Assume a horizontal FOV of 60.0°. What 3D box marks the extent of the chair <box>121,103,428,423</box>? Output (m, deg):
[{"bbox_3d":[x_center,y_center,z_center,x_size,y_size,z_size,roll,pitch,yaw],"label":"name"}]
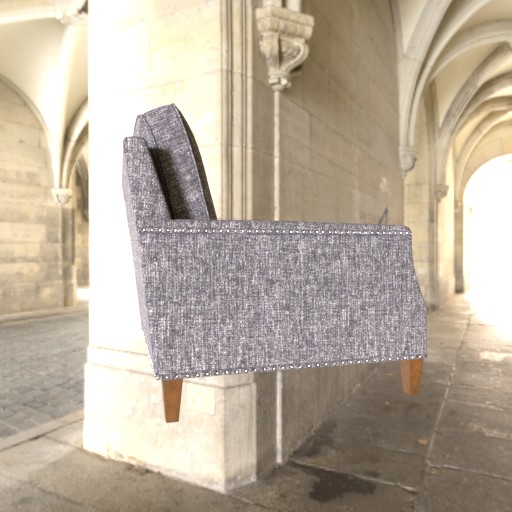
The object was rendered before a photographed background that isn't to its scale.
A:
[{"bbox_3d":[0.000,0.000,1.754,1.014,0.943,0.853,0,1,-17],"label":"chair"}]
